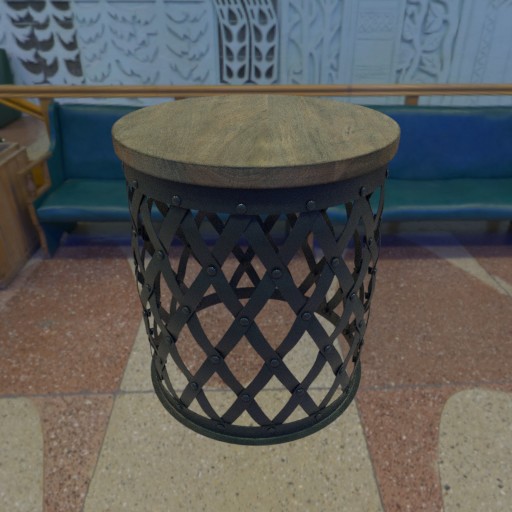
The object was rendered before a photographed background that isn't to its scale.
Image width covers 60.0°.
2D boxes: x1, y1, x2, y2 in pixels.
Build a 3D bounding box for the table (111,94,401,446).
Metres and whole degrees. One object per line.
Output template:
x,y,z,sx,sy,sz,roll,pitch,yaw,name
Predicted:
0.000,0.000,0.757,0.405,0.454,0.405,0,30,0,table
